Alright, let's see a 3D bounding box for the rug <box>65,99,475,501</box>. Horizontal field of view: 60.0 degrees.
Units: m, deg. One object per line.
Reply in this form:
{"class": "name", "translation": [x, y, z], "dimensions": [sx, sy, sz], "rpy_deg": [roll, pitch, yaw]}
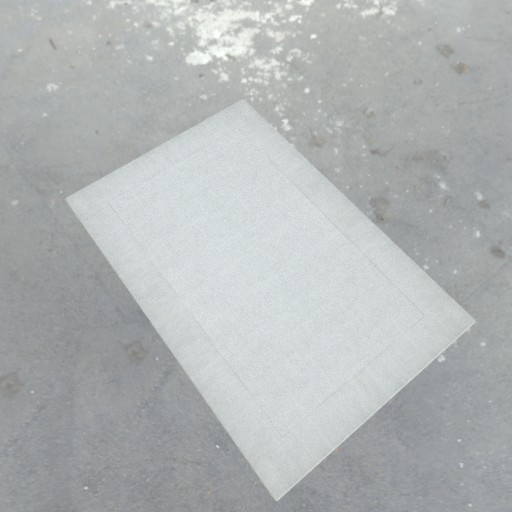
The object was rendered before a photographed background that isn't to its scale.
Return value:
{"class": "rug", "translation": [0.000, 0.000, 2.256], "dimensions": [1.219, 0.013, 1.829], "rpy_deg": [-35, 68, -16]}
